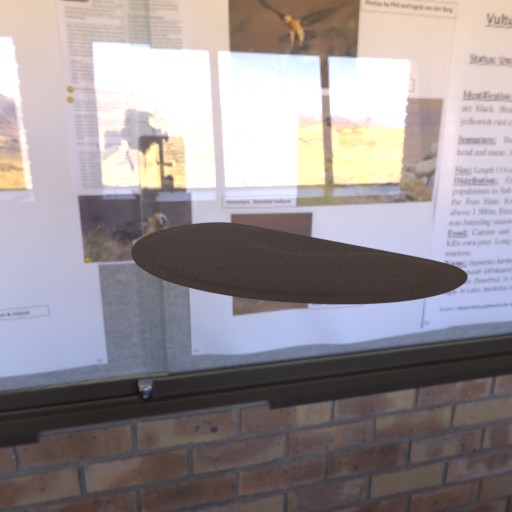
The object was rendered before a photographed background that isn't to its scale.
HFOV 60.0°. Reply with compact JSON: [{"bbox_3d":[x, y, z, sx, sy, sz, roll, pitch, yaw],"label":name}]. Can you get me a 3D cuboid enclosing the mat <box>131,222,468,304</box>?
[{"bbox_3d":[0.000,0.000,1.855,1.524,0.013,0.913,14,20,42],"label":"mat"}]
